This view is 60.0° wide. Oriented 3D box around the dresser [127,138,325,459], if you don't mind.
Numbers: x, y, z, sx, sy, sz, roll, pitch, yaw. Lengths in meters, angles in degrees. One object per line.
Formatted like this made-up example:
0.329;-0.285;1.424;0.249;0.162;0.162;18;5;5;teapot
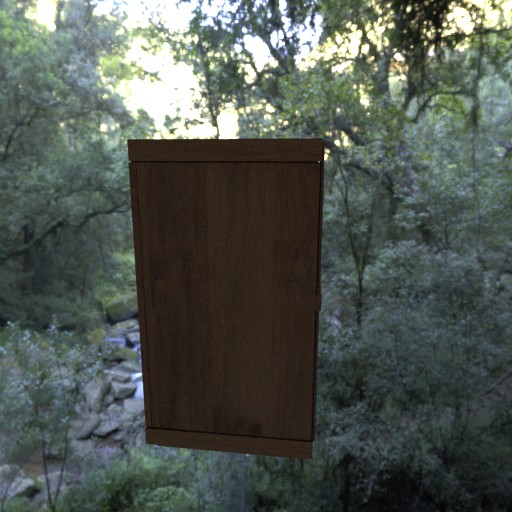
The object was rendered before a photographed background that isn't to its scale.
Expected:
0.000;0.000;1.682;0.479;0.825;1.261;2;13;8;dresser
